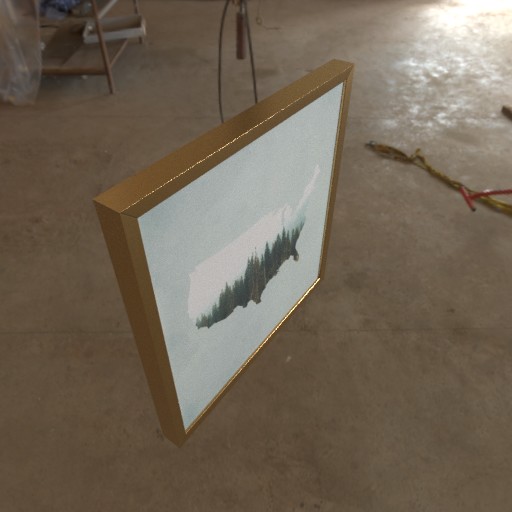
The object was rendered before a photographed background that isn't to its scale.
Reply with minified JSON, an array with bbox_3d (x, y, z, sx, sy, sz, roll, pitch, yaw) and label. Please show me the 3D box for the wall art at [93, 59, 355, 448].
[{"bbox_3d":[0.000,0.000,0.762,0.040,0.509,0.509,26,48,26],"label":"wall art"}]
